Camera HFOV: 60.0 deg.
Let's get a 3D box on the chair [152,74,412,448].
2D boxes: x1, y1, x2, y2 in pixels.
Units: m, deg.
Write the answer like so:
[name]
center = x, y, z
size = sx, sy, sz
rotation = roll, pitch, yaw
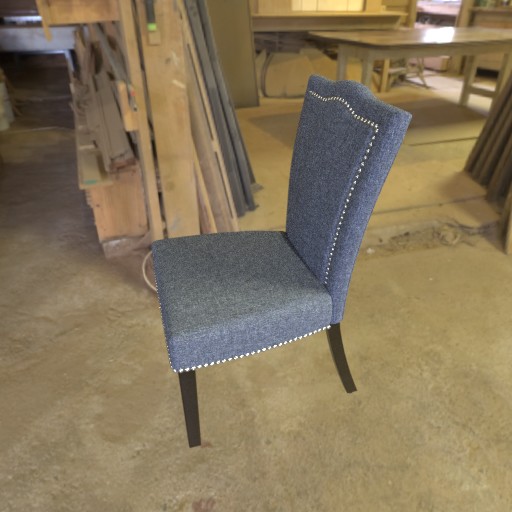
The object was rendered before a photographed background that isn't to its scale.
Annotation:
[chair]
center = 0.000, 0.000, 1.303
size = 0.589, 0.946, 0.518
rotation = -9, 32, -14
